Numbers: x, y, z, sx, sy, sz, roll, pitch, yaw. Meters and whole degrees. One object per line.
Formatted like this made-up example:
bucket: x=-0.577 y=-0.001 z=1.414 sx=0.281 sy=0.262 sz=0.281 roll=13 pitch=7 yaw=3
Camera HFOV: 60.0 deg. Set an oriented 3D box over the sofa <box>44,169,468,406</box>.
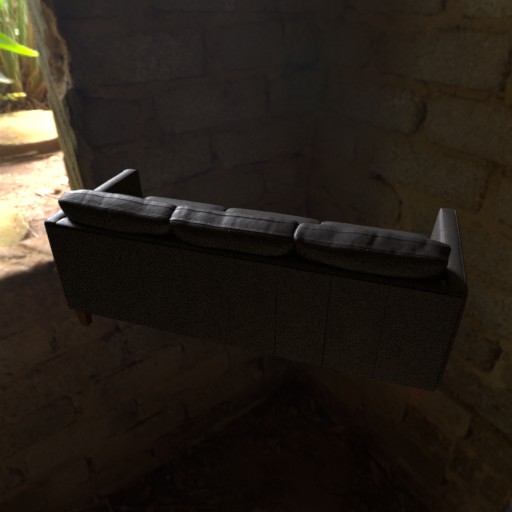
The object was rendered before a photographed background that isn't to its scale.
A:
sofa: x=0.000 y=0.000 z=2.988 sx=2.464 sy=1.006 sz=1.045 roll=10 pitch=33 yaw=15
